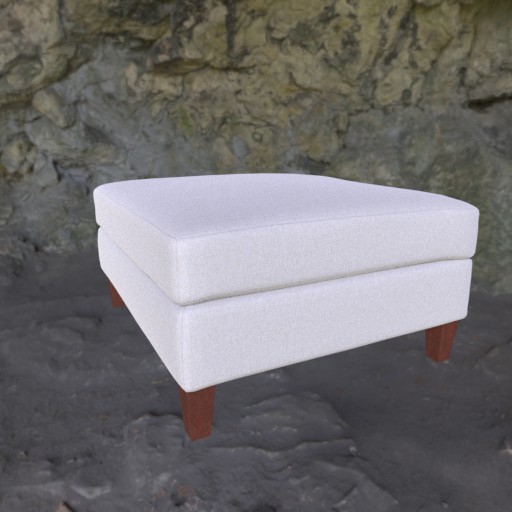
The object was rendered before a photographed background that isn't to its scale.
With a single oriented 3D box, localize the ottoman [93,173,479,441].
[{"bbox_3d":[0.000,0.000,1.408,0.836,0.492,0.976,-8,16,-27],"label":"ottoman"}]
